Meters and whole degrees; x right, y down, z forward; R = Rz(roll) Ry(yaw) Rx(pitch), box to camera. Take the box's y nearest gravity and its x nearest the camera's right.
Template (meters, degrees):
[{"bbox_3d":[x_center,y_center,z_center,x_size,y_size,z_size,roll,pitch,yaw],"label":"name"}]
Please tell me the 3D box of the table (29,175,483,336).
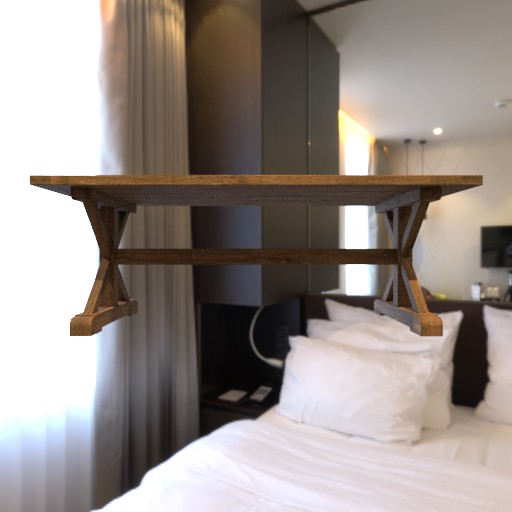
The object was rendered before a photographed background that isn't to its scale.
[{"bbox_3d":[0.000,0.000,2.440,2.031,0.733,0.907,0,1,0],"label":"table"}]
